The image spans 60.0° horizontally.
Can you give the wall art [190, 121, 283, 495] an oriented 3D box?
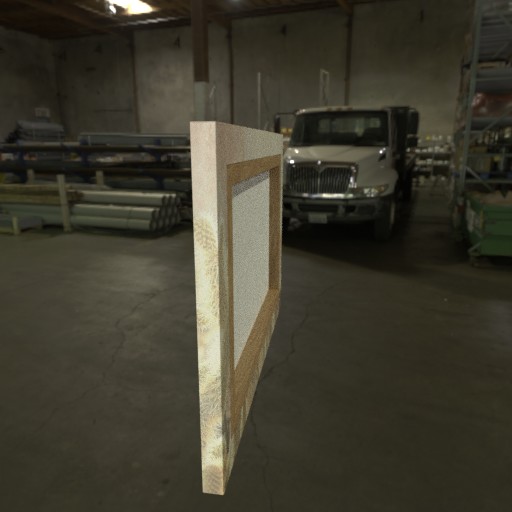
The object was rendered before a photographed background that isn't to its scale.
[{"bbox_3d":[0.000,0.000,1.118,0.040,0.608,0.916,2,14,9],"label":"wall art"}]
